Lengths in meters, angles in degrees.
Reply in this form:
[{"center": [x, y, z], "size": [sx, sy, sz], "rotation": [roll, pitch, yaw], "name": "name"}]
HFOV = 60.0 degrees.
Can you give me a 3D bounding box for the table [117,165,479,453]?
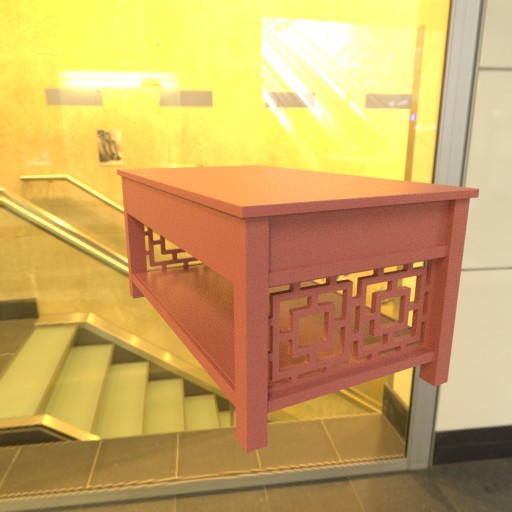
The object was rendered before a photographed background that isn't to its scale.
[{"center": [0.000, 0.000, 1.394], "size": [0.612, 0.493, 1.068], "rotation": [-8, 17, -27], "name": "table"}]
